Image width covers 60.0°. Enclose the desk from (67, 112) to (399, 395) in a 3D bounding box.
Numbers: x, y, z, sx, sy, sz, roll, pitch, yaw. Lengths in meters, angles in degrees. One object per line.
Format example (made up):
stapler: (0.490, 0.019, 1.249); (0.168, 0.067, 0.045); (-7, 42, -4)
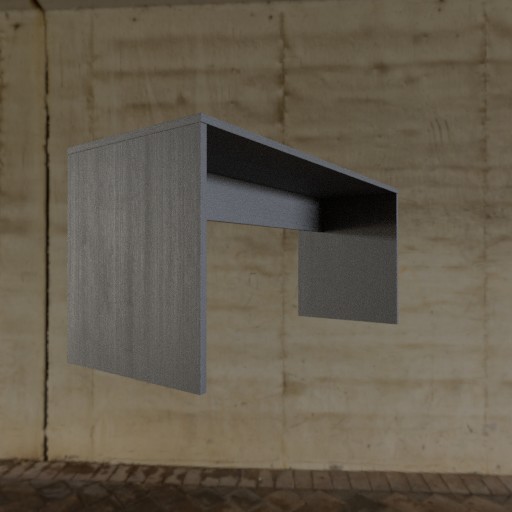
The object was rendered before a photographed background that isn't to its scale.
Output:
desk: (0.000, 0.000, 2.056); (0.802, 0.750, 1.600); (0, -1, 36)
